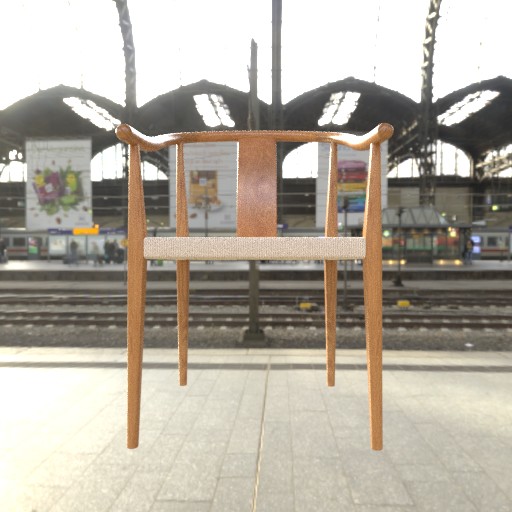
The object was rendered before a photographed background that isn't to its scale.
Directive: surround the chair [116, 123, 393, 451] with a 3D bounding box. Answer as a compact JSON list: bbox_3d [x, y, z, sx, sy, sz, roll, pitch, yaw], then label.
[{"bbox_3d":[0.000,0.000,1.174,0.556,0.800,0.579,0,1,1],"label":"chair"}]
